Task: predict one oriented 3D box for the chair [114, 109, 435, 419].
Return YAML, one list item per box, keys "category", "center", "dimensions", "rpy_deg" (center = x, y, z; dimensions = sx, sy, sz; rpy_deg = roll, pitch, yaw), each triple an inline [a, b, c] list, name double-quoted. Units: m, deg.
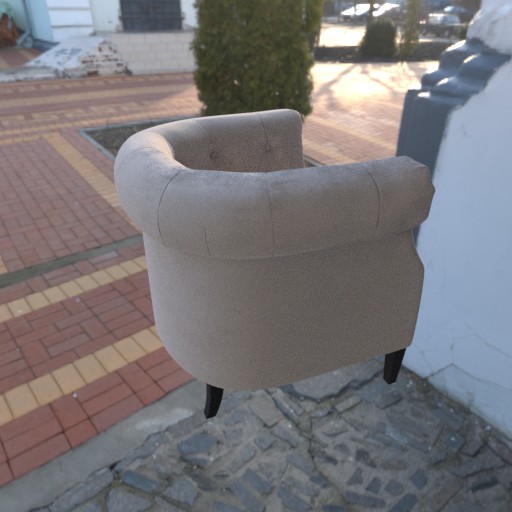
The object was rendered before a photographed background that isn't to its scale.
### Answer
- category: "chair"
  center: [0.000, 0.000, 1.536]
  dimensions: [0.851, 0.826, 0.904]
  rpy_deg: [-11, 31, -20]
